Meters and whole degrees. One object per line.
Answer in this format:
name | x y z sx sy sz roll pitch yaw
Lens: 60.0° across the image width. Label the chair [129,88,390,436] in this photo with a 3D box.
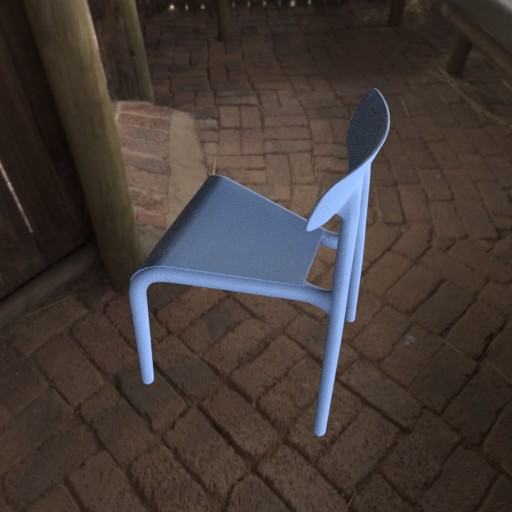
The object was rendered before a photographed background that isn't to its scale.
chair | 0.000 0.000 0.825 0.401 0.580 0.356 15 47 14
